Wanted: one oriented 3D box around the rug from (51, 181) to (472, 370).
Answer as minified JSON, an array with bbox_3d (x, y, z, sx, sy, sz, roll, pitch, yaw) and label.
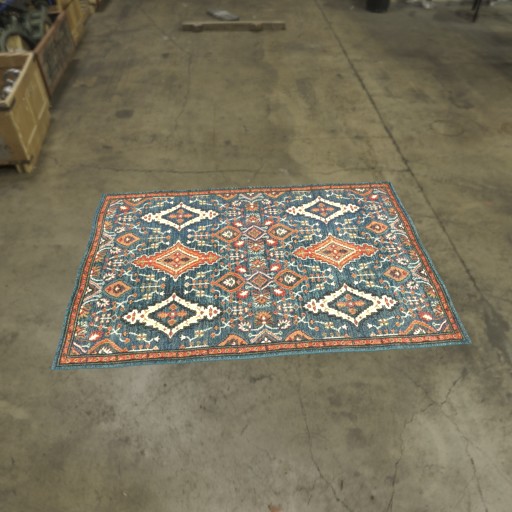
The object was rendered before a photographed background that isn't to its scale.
[{"bbox_3d":[0.000,0.000,3.034,2.373,0.009,1.622,-3,44,-3],"label":"rug"}]
